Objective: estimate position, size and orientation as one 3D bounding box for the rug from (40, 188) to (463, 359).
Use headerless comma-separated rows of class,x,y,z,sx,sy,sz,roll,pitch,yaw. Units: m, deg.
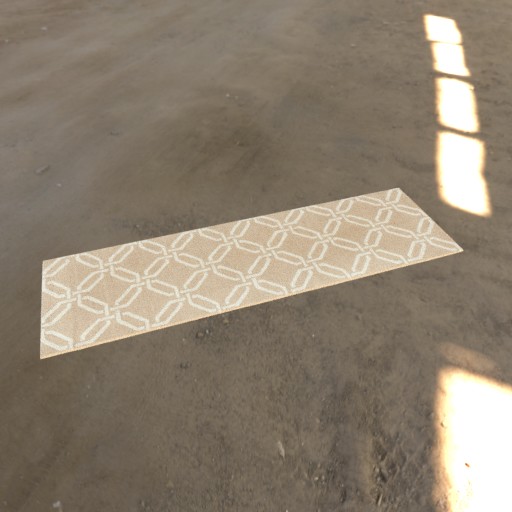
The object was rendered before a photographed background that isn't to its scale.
rug,0.000,0.000,2.497,2.276,0.014,0.678,-13,44,-14
